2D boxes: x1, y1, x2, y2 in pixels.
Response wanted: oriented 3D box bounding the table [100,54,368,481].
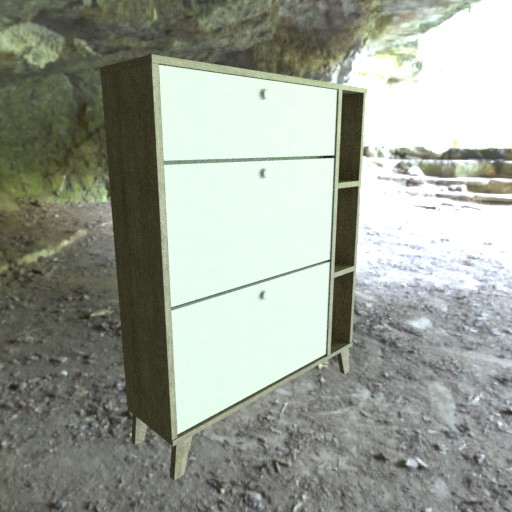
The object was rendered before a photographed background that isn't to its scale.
[{"bbox_3d":[0.000,0.000,1.522,0.902,1.135,0.256,-14,20,-43],"label":"table"}]
